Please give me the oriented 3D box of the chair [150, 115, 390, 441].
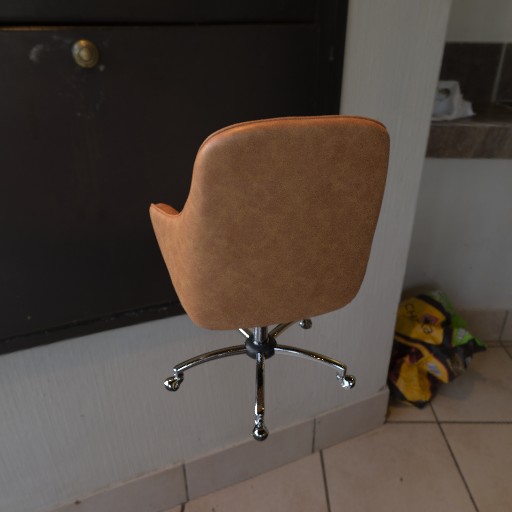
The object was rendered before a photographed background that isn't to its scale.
[{"bbox_3d":[0.000,0.000,1.344,0.628,0.909,0.615,-8,28,-16],"label":"chair"}]
